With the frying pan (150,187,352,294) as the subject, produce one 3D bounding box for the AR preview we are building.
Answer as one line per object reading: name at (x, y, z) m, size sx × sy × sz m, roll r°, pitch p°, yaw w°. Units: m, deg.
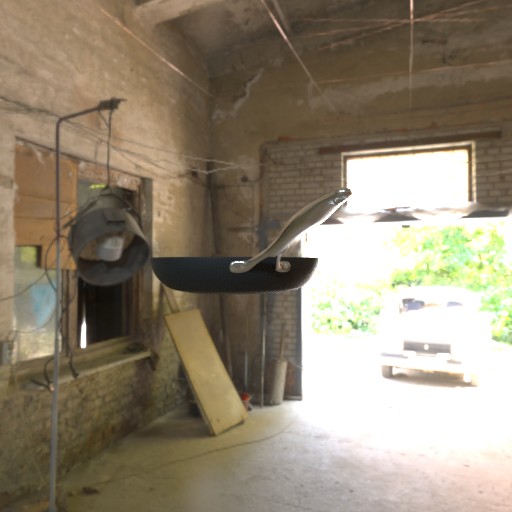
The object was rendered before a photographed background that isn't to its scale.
frying pan at (0.000, 0.000, 0.578) m, size 0.255 × 0.105 × 0.472 m, roll 0°, pitch -1°, yaw -17°
